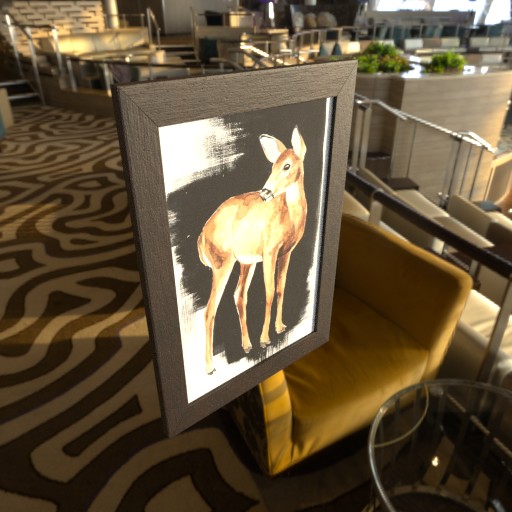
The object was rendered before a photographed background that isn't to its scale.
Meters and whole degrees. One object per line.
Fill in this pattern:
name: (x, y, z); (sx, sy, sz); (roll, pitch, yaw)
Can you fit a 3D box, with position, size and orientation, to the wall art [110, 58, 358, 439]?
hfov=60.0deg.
wall art: (0.000, 0.000, 0.658); (0.359, 0.513, 0.017); (-22, 37, -33)
